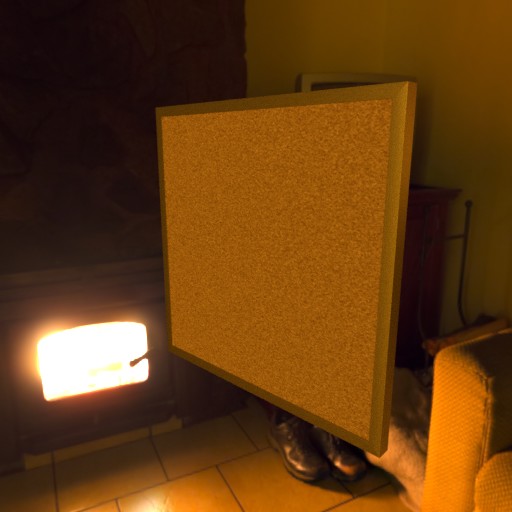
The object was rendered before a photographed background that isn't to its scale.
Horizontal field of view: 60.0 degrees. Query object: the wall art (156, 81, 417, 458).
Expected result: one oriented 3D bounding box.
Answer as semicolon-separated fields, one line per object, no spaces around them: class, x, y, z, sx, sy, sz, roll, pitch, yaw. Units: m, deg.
wall art;0.000;0.000;1.135;0.767;0.765;0.036;13;18;42
